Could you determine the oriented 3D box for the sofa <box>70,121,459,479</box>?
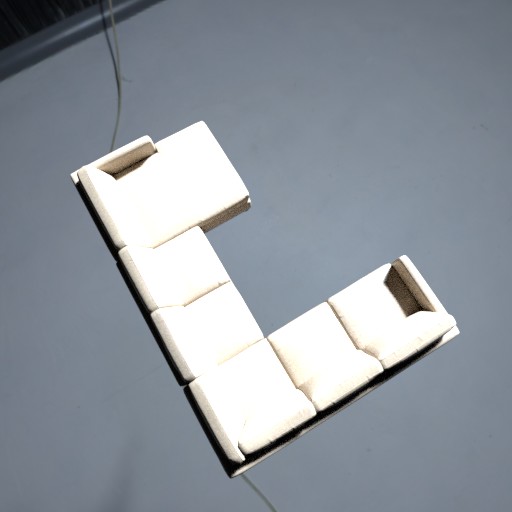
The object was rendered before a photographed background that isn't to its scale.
[{"bbox_3d":[0.000,0.000,4.709,2.594,0.961,3.460,-30,78,-7],"label":"sofa"}]
